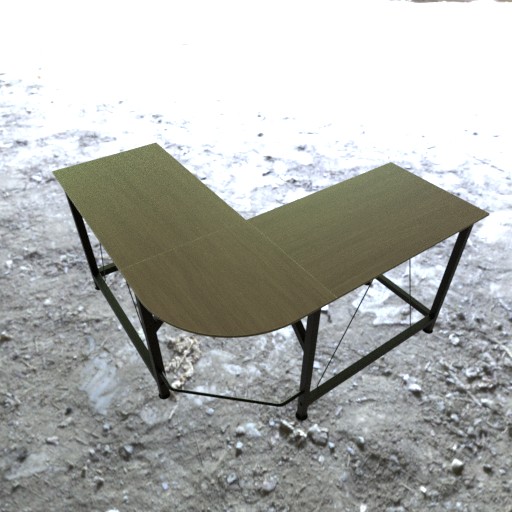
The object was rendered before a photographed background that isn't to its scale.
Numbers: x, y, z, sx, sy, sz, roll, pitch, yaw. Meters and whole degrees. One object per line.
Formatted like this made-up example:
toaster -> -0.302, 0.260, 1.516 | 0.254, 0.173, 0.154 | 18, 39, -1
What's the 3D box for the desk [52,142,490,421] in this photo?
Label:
desk -> 0.000, 0.000, 2.227 | 1.400, 0.762, 1.400 | -24, 46, -26
